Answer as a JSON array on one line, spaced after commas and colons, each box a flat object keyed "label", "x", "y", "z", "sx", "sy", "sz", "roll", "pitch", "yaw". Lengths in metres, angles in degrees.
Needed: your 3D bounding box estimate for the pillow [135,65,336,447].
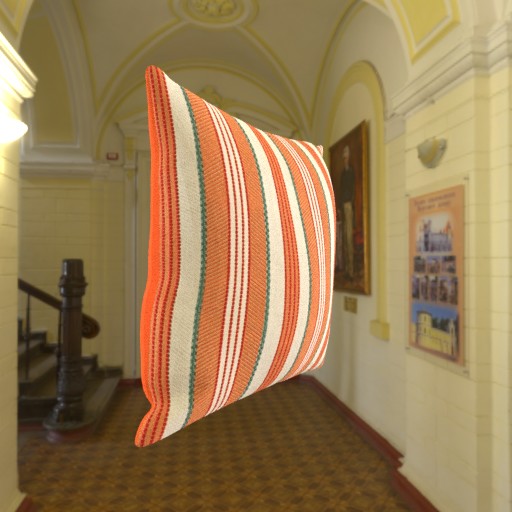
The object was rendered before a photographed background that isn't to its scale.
[{"label": "pillow", "x": 0.000, "y": 0.000, "z": 0.677, "sx": 0.182, "sy": 0.441, "sz": 0.440, "roll": 0, "pitch": 0, "yaw": 36}]
